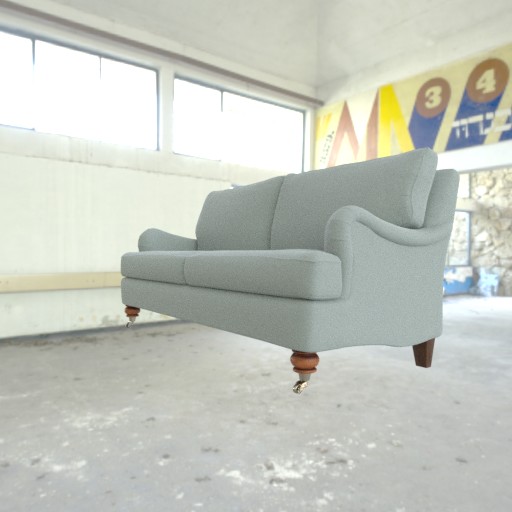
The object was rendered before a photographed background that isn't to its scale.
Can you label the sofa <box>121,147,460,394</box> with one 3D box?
[{"bbox_3d":[0.000,0.000,2.826,1.069,1.096,2.193,0,0,-36],"label":"sofa"}]
